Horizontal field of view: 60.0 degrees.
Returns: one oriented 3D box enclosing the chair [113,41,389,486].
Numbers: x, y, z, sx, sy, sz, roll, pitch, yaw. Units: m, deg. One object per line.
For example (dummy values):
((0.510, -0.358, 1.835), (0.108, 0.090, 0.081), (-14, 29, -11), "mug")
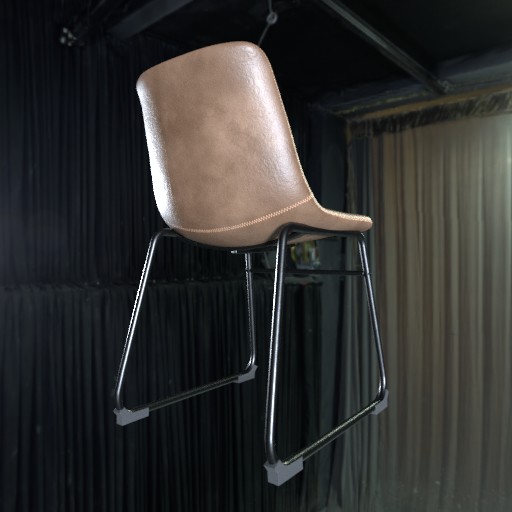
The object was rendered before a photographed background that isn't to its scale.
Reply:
((0.000, 0.000, 1.078), (0.460, 0.780, 0.551), (0, 0, 37), "chair")
